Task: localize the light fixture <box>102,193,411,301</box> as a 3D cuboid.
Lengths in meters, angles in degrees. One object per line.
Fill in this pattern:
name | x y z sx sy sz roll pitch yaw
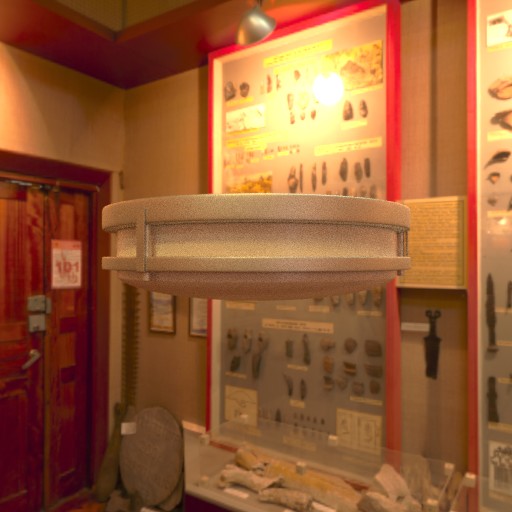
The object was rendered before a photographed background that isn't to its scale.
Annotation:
light fixture | 0.000 0.000 0.539 0.356 0.102 0.356 0 0 0
